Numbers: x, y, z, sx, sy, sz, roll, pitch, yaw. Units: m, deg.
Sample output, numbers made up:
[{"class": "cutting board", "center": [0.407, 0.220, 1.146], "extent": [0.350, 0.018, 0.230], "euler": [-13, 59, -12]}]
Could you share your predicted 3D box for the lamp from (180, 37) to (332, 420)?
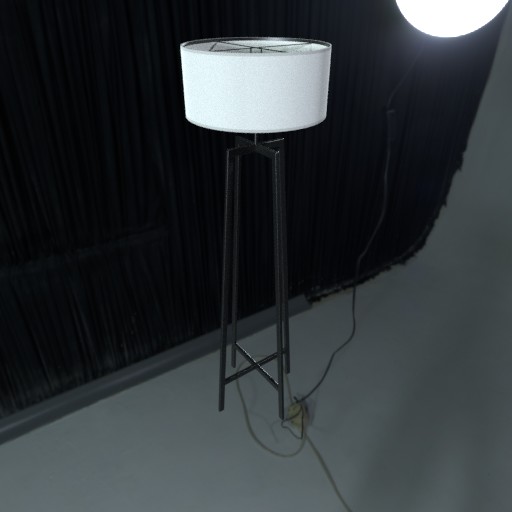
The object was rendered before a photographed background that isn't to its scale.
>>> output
[{"class": "lamp", "center": [0.000, 0.000, 1.743], "extent": [0.456, 1.510, 0.457], "euler": [-20, 37, -30]}]
